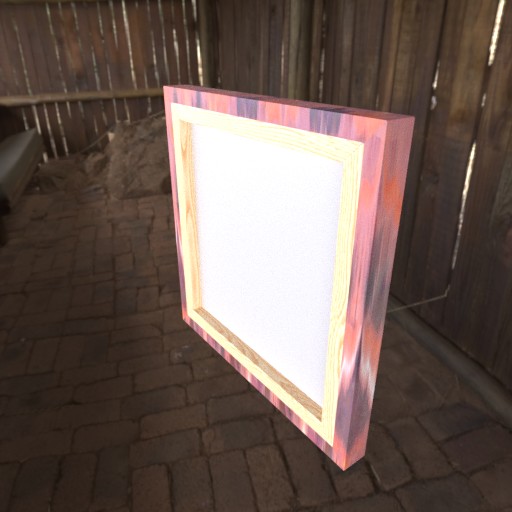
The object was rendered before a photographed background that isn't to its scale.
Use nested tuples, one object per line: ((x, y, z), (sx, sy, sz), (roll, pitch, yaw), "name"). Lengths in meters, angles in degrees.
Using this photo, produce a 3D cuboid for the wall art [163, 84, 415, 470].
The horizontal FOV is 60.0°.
((0.000, 0.000, 0.599), (0.038, 0.406, 0.403), (-18, 31, -33), "wall art")
